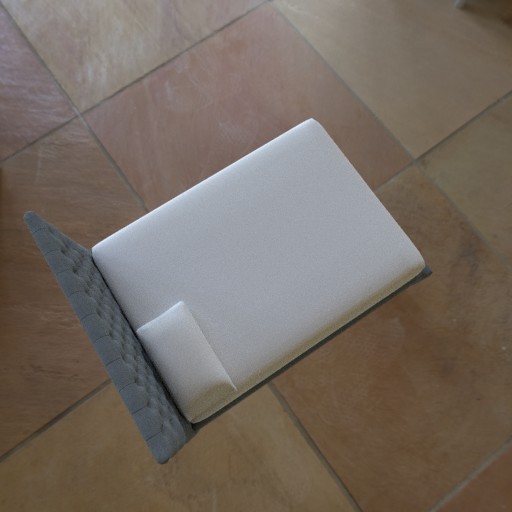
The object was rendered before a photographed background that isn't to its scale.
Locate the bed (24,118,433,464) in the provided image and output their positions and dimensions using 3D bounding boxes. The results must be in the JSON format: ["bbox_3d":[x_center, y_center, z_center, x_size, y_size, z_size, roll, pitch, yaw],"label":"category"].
[{"bbox_3d":[0.000,0.000,3.340,2.335,1.411,1.698,-32,78,-8],"label":"bed"}]
